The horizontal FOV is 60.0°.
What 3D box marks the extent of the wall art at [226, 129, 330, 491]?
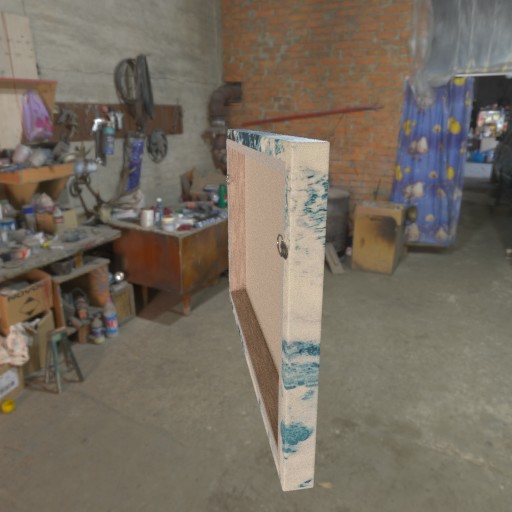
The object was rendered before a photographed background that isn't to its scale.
[{"bbox_3d":[0.000,0.000,0.759,0.043,0.407,0.609,-3,17,-9],"label":"wall art"}]
